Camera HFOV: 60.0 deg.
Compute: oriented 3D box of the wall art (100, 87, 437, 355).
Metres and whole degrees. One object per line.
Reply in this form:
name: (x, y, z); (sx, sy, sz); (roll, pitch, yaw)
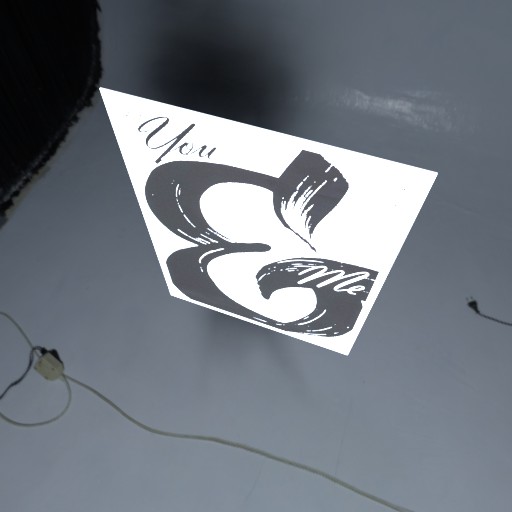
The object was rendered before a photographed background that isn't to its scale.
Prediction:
wall art: (0.000, 0.000, 0.823); (0.457, 0.609, 0.003); (17, 59, 11)
